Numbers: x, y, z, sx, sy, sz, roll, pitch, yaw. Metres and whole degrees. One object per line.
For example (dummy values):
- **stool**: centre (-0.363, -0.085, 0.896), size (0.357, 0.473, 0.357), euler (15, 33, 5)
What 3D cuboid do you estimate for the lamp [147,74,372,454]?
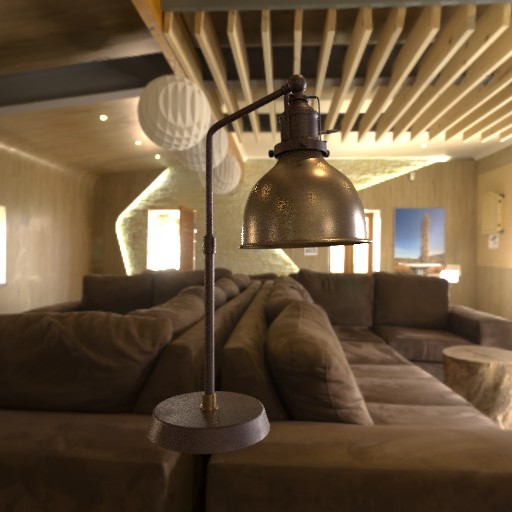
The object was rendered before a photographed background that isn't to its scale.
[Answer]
- **lamp**: centre (0.000, 0.000, 0.589), size (0.298, 0.469, 0.175), euler (0, 0, 19)
